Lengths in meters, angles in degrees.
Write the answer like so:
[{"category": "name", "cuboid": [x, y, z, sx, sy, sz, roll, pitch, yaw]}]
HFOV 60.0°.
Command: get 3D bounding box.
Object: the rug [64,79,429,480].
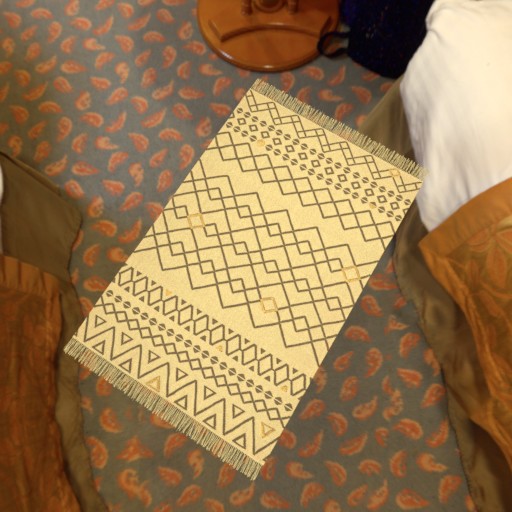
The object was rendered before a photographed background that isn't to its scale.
[{"category": "rug", "cuboid": [0.000, 0.000, 3.091, 1.495, 0.035, 2.472, 31, 77, 8]}]
